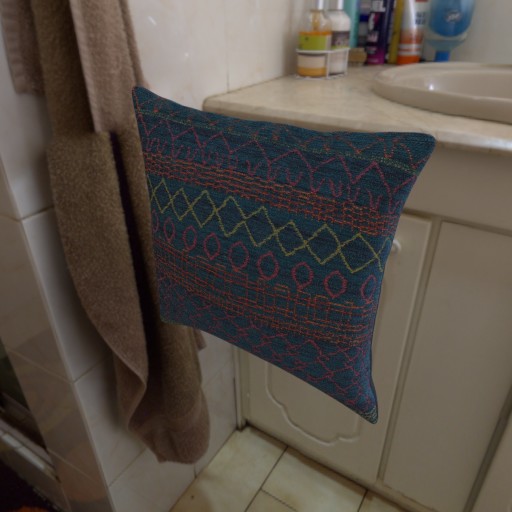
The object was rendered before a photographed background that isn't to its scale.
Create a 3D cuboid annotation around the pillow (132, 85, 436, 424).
[{"bbox_3d":[0.000,0.000,0.644,0.431,0.431,0.141,19,36,29],"label":"pillow"}]
